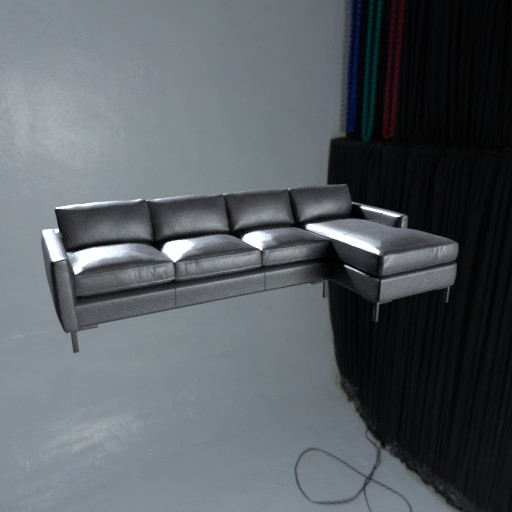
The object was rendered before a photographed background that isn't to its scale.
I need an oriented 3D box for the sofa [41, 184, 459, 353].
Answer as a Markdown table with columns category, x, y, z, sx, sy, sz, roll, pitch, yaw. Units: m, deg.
| category | x | y | z | sx | sy | sz | roll | pitch | yaw |
| --- | --- | --- | --- | --- | --- | --- | --- | --- | --- |
| sofa | 0.000 | 0.000 | 3.526 | 2.993 | 0.859 | 1.471 | -9 | 19 | -27 |
